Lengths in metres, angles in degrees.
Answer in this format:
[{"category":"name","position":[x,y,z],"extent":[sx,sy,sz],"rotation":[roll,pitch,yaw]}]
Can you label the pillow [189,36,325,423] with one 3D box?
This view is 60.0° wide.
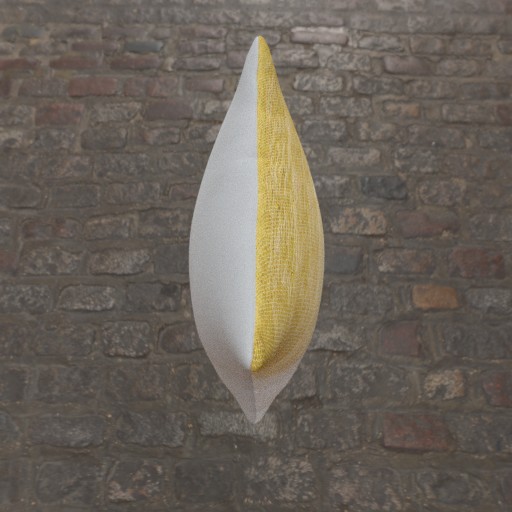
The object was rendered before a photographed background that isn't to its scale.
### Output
[{"category":"pillow","position":[0.000,0.000,0.694],"extent":[0.211,0.450,0.450],"rotation":[1,63,0]}]
